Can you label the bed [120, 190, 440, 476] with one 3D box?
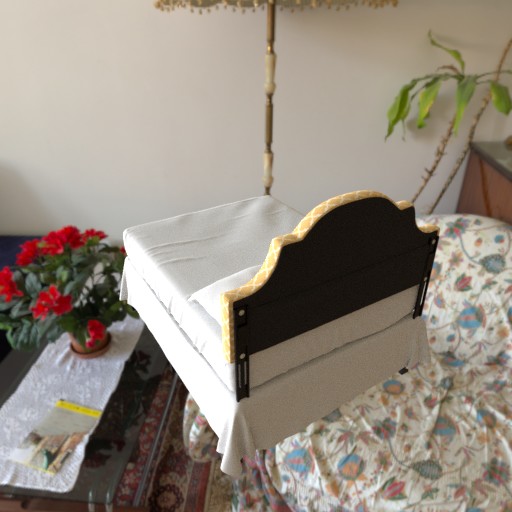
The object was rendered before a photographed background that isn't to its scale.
[{"bbox_3d":[0.000,0.000,3.431,1.780,1.633,2.222,-17,33,-27],"label":"bed"}]
